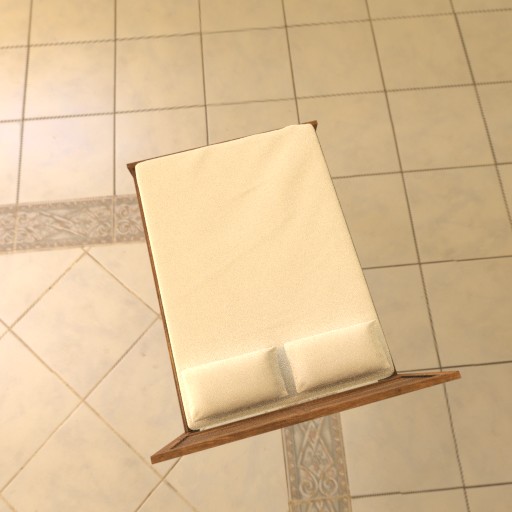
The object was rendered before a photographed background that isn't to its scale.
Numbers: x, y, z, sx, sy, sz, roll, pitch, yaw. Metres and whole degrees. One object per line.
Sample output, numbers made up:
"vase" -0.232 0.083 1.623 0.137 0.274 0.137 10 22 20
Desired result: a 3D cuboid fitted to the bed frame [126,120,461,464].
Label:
"bed frame" 0.000 0.000 3.309 1.696 1.417 2.276 -14 75 -4
